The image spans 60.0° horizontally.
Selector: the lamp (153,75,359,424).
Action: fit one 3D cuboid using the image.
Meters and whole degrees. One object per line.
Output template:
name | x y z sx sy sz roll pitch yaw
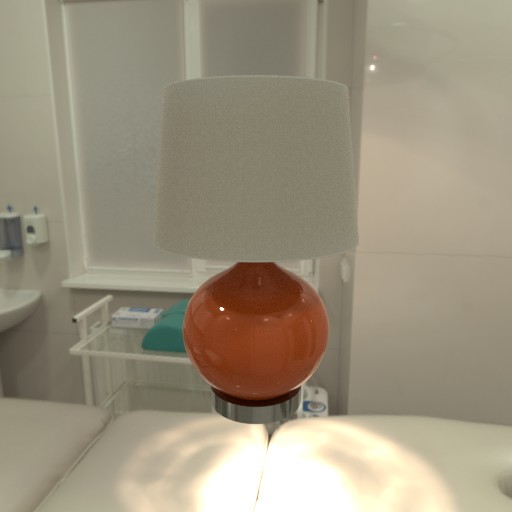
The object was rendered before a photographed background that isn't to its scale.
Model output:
lamp | 0.000 0.000 0.548 0.247 0.387 0.247 0 13 0
